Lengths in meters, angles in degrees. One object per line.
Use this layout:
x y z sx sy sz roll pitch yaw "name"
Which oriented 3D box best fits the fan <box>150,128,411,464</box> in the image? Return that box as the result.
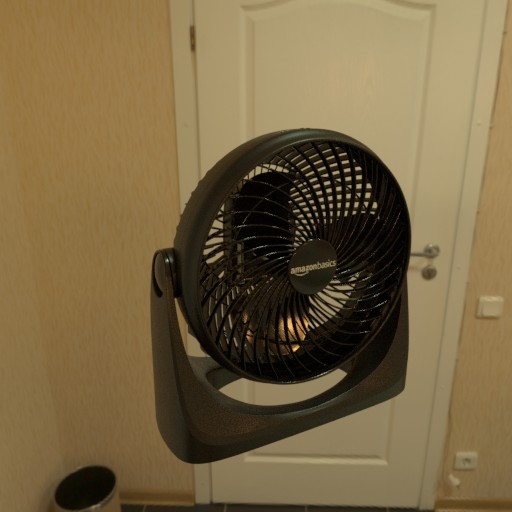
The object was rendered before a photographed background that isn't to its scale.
0.000 0.000 0.495 0.273 0.277 0.256 -9 19 -26 "fan"
